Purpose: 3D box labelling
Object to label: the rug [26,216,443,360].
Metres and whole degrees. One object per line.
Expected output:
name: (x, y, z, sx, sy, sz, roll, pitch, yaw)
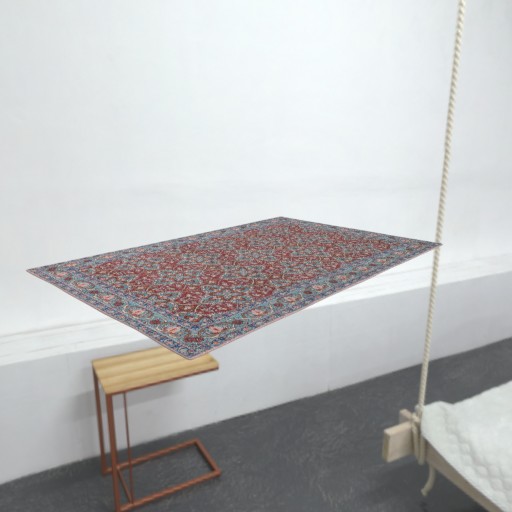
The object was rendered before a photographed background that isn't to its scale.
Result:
rug: (0.000, 0.000, 2.293, 1.219, 0.009, 1.829, 14, 21, 41)
